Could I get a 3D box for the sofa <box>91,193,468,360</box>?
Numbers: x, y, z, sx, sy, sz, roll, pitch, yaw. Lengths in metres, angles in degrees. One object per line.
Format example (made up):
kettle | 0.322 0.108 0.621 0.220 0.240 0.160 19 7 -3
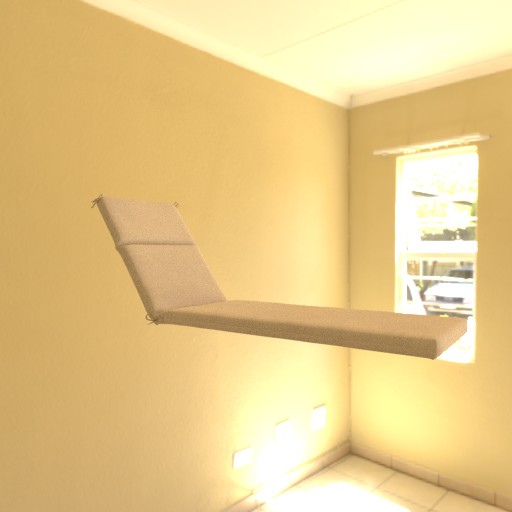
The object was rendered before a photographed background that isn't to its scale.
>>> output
sofa | 0.000 0.000 1.983 1.663 0.622 0.582 0 1 35
